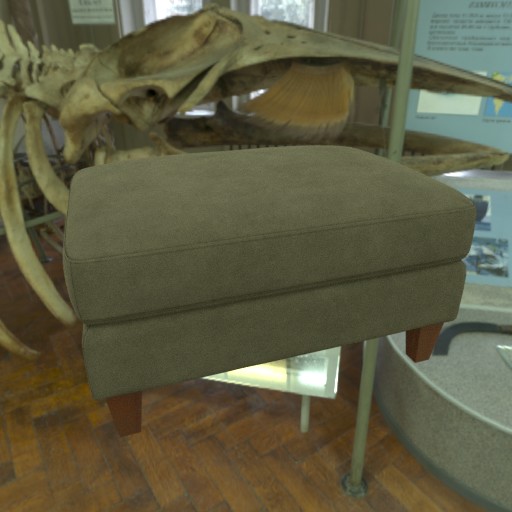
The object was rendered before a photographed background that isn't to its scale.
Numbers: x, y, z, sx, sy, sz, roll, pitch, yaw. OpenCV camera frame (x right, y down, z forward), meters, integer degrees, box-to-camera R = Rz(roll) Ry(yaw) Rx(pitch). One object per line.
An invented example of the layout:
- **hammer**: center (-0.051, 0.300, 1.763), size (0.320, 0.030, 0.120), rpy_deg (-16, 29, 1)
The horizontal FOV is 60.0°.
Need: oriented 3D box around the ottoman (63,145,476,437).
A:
- **ottoman**: center (0.000, 0.000, 1.141), size (0.864, 0.483, 0.584), rpy_deg (-9, 27, -17)
